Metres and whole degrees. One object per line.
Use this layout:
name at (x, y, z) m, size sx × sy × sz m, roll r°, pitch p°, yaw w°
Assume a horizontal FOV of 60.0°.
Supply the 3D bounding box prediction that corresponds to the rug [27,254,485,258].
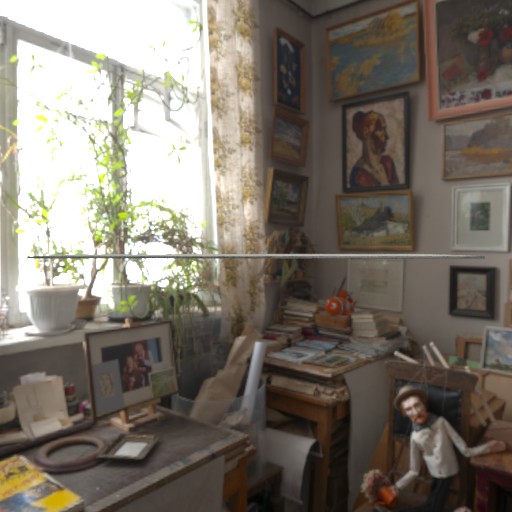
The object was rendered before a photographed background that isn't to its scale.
rug at (0.000, 0.000, 2.732) m, size 2.434 × 0.013 × 0.770 m, roll 0°, pitch 1°, yaw 0°
